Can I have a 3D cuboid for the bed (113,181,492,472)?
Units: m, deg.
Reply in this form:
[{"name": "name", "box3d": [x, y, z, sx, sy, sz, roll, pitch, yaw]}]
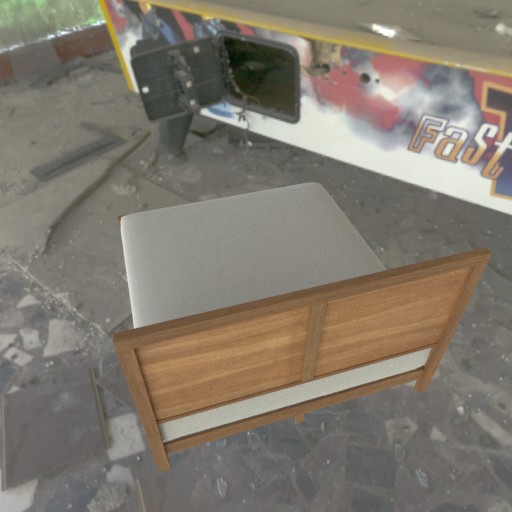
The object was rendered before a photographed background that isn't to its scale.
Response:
[{"name": "bed", "box3d": [0.000, 0.000, 3.424, 2.003, 1.387, 2.184, -12, 43, -13]}]
